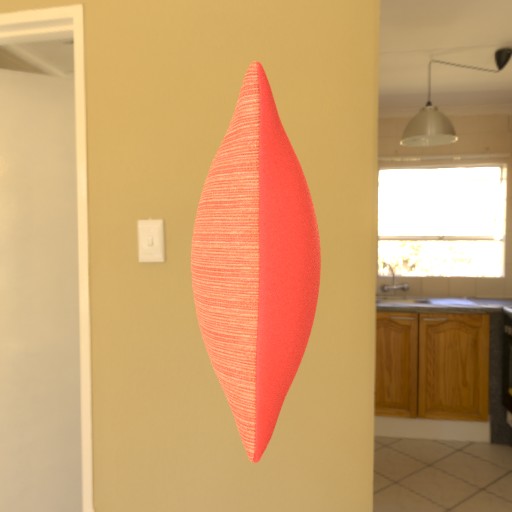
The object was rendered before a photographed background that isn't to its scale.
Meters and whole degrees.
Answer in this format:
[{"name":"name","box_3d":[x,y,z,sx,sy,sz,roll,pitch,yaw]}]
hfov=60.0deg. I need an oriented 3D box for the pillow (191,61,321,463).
[{"name":"pillow","box_3d":[0.000,0.000,0.819,0.229,0.501,0.559,0,2,0]}]
